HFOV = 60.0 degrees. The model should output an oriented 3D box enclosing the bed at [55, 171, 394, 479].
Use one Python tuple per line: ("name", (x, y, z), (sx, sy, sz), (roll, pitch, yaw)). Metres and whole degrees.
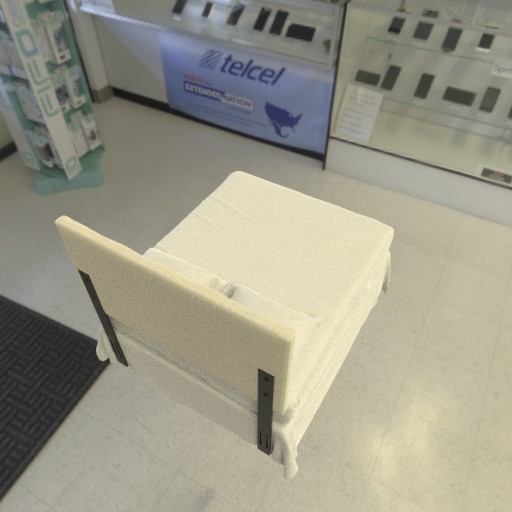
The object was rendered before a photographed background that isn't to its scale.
("bed", (0.000, 0.000, 3.540), (1.936, 1.577, 2.222), (24, 51, 21))
